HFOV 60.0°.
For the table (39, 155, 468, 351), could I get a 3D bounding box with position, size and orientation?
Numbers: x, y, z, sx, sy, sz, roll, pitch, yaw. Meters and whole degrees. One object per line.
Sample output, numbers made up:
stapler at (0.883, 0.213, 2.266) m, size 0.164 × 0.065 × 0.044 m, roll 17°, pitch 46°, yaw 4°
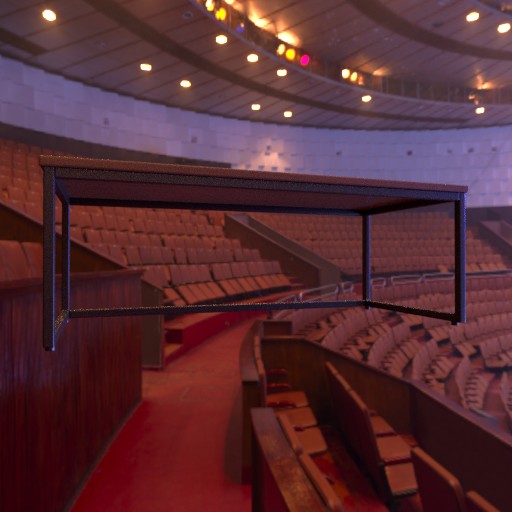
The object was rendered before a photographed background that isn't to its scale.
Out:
table at (0.000, 0.000, 1.306) m, size 1.100 × 0.400 × 0.500 m, roll 0°, pitch 0°, yaw -19°
